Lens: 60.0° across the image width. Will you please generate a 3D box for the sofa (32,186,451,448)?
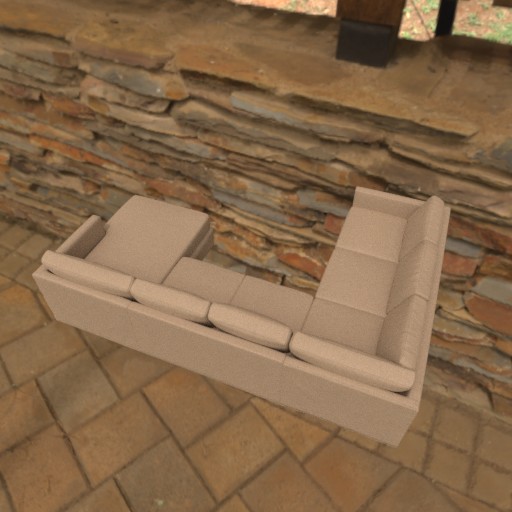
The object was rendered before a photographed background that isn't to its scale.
[{"bbox_3d":[0.000,0.000,4.514,3.460,0.882,2.427,16,48,15],"label":"sofa"}]
